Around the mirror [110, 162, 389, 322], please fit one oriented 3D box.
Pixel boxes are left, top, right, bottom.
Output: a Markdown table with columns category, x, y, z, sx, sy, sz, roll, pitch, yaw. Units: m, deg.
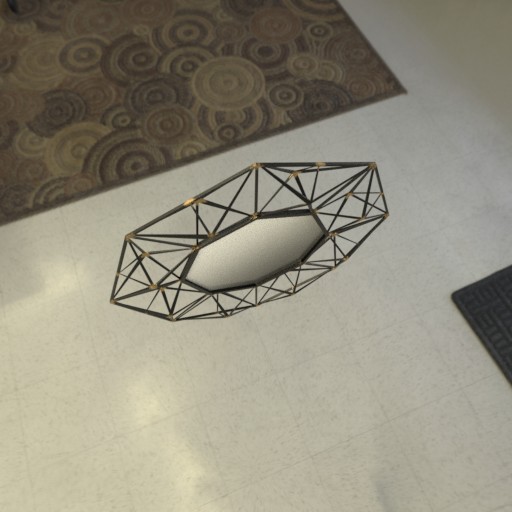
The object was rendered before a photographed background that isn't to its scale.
| category | x | y | z | sx | sy | sz | roll | pitch | yaw |
| --- | --- | --- | --- | --- | --- | --- | --- | --- | --- |
| mirror | 0.000 | 0.000 | 1.068 | 0.710 | 0.710 | 0.094 | -17 | 65 | -8 |
